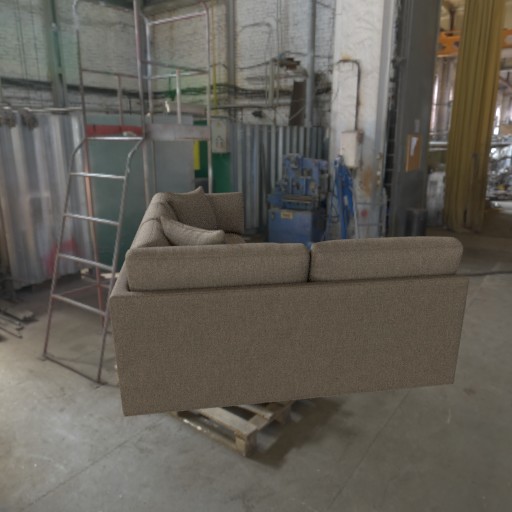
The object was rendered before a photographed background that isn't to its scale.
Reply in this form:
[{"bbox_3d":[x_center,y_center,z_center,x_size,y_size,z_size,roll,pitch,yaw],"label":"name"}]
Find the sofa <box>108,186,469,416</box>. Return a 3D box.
[{"bbox_3d":[0.000,0.000,3.773,1.994,0.978,2.896,-3,15,-10],"label":"sofa"}]
